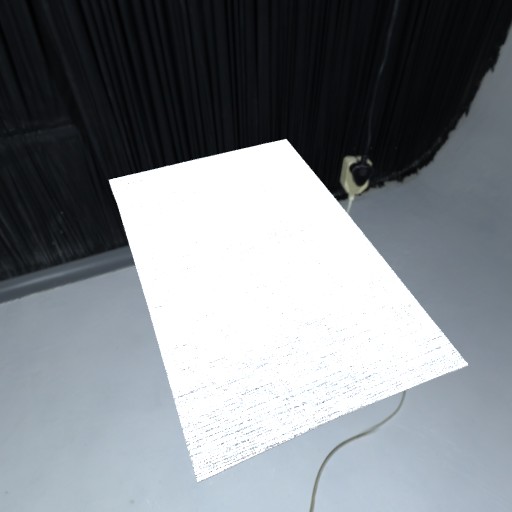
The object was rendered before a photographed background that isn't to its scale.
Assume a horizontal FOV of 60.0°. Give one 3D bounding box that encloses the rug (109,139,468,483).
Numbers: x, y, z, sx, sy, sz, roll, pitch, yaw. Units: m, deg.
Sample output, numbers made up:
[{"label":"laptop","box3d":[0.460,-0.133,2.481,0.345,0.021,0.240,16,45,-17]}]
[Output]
[{"label":"rug","box3d":[0.000,0.000,2.194,1.149,0.021,1.773,-17,50,-15]}]
